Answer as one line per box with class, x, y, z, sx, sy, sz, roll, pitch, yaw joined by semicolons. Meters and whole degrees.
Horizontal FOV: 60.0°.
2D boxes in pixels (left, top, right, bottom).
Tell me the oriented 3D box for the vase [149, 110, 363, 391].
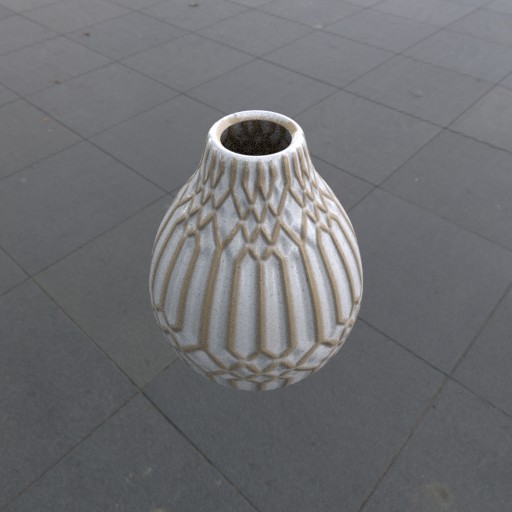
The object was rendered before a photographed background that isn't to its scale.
vase;0.000;0.000;0.320;0.159;0.200;0.159;0;46;0
